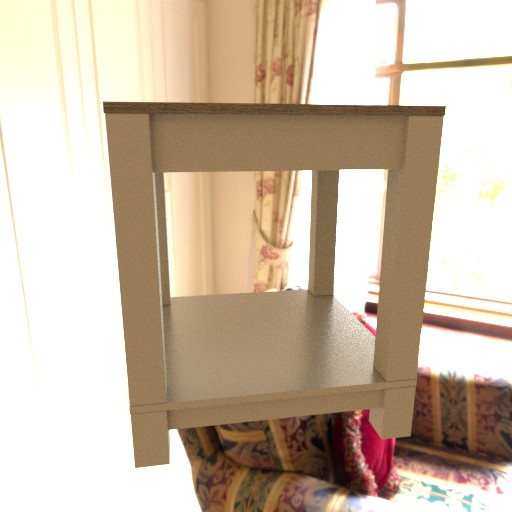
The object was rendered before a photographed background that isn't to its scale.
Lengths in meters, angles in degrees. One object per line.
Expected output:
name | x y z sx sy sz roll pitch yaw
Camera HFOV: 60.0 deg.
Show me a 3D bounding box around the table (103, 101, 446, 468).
table | 0.000 0.000 0.953 0.504 0.587 0.506 -3 15 -9
